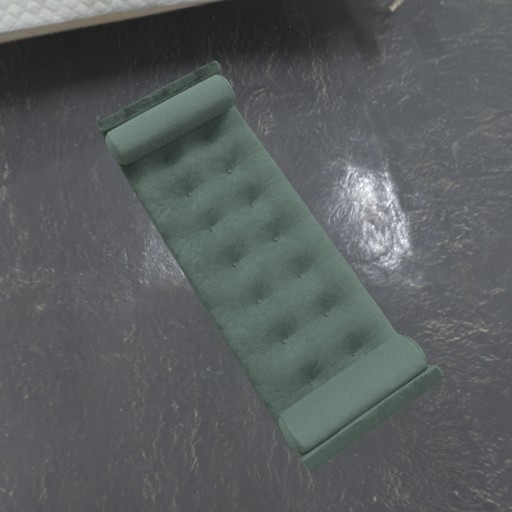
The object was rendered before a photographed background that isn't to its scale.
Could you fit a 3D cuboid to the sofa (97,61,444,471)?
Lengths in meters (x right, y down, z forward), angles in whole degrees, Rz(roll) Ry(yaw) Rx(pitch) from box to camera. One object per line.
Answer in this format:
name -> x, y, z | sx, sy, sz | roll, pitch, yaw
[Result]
sofa -> 0.000, 0.000, 2.526 | 0.796, 0.705, 2.102 | -32, 77, -8
